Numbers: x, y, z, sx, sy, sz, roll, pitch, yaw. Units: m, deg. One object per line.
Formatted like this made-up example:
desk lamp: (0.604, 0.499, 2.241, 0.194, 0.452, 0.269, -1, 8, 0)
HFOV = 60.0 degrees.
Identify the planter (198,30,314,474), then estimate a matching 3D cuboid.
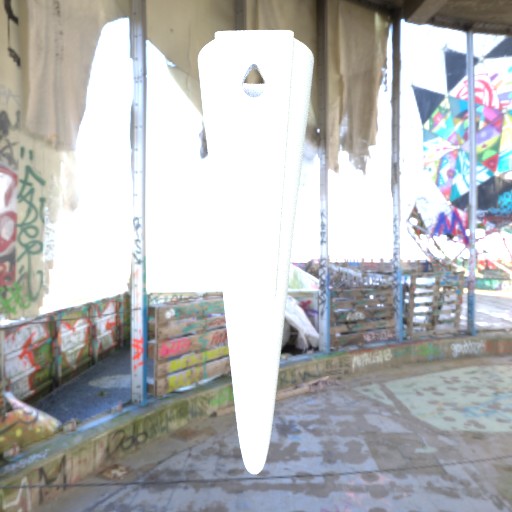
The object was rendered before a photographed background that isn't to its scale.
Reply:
planter: (0.000, 0.000, 0.221, 0.057, 0.193, 0.064, 0, 0, 1)
